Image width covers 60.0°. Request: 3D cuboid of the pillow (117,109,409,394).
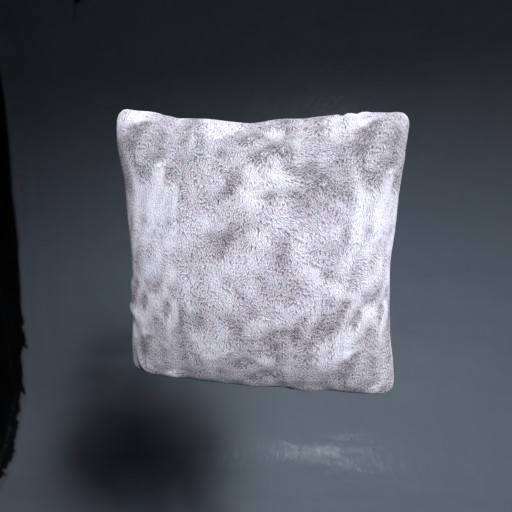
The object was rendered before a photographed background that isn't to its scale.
[{"bbox_3d":[0.000,0.000,0.811,0.522,0.520,0.204,2,14,9],"label":"pillow"}]
